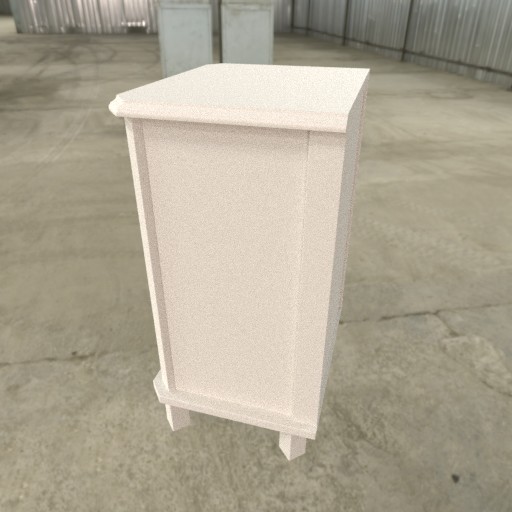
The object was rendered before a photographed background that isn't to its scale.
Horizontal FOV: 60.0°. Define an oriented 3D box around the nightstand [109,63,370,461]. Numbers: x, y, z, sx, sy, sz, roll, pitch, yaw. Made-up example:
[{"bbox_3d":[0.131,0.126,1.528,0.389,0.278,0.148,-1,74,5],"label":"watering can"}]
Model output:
[{"bbox_3d":[0.000,0.000,0.916,0.351,0.681,0.435,8,31,14],"label":"nightstand"}]
